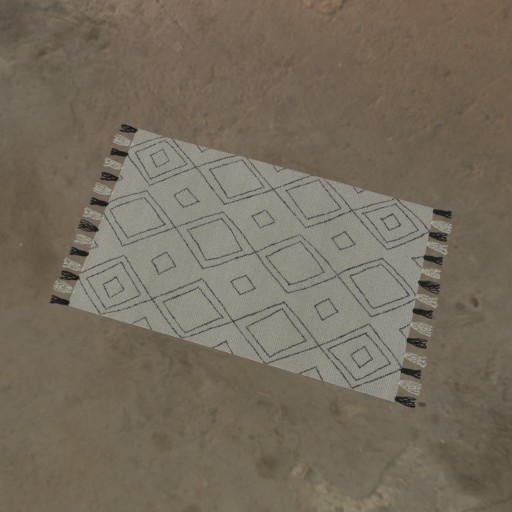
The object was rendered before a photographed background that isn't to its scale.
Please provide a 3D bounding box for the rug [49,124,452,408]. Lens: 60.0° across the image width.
[{"bbox_3d":[0.000,0.000,3.330,2.755,0.021,1.524,16,76,4],"label":"rug"}]
